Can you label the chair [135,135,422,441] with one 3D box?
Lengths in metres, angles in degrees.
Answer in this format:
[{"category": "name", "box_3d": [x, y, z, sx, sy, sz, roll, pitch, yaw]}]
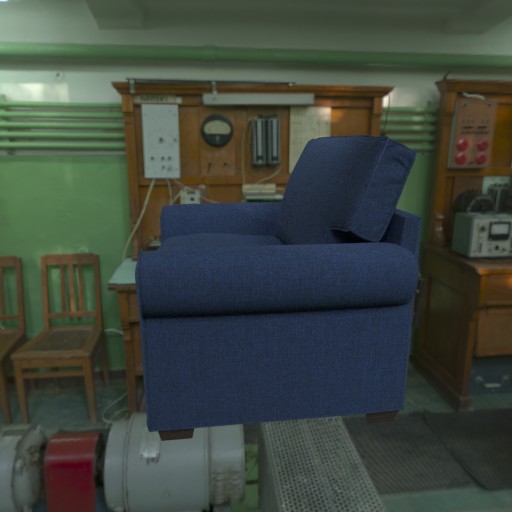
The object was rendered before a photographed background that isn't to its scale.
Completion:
[{"category": "chair", "box_3d": [0.000, 0.000, 1.994, 0.963, 1.044, 1.285, -2, 14, -8]}]
